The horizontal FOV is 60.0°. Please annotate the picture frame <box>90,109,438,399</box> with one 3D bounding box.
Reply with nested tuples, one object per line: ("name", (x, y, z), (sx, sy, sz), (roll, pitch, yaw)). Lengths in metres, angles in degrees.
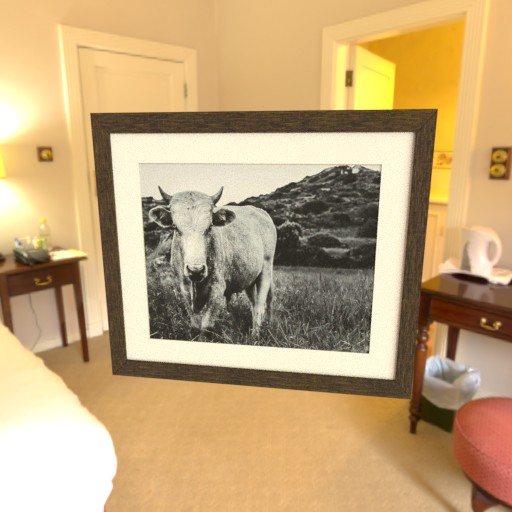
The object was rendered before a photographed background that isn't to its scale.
("picture frame", (0.000, 0.000, 0.533), (0.378, 0.330, 0.033), (2, 14, 9))
